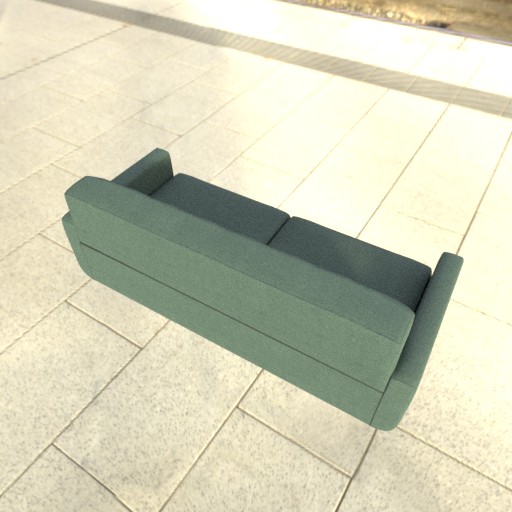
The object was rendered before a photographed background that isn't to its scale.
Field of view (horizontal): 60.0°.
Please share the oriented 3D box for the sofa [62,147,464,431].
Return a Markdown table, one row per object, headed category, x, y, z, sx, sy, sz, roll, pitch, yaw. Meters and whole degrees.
| category | x | y | z | sx | sy | sz | roll | pitch | yaw |
| --- | --- | --- | --- | --- | --- | --- | --- | --- | --- |
| sofa | 0.000 | 0.000 | 2.506 | 2.029 | 0.841 | 0.909 | 23 | 50 | 21 |
